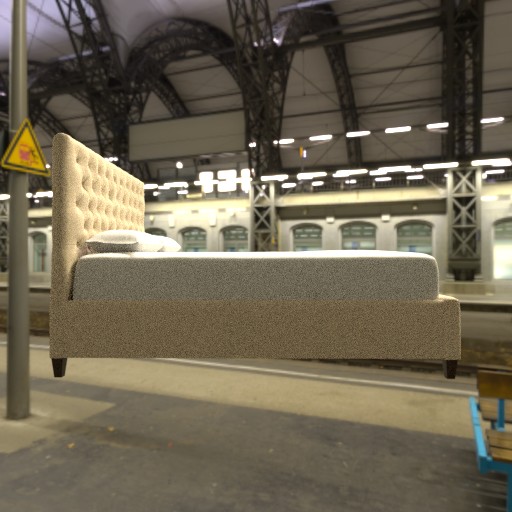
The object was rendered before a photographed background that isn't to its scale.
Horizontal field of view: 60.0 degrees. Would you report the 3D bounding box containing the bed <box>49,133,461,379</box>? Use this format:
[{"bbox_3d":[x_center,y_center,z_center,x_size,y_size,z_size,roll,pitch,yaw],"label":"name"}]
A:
[{"bbox_3d":[0.000,0.000,3.388,2.387,1.427,1.698,0,0,1],"label":"bed"}]
